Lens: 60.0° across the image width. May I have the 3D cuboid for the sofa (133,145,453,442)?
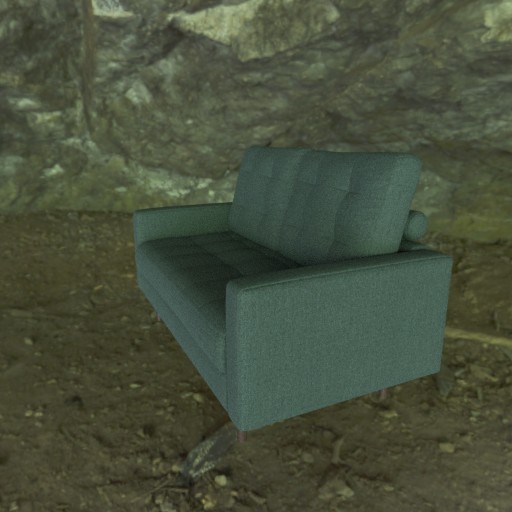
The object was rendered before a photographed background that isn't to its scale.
[{"bbox_3d":[0.000,0.000,1.931,0.842,0.907,1.407,-7,17,-25],"label":"sofa"}]
